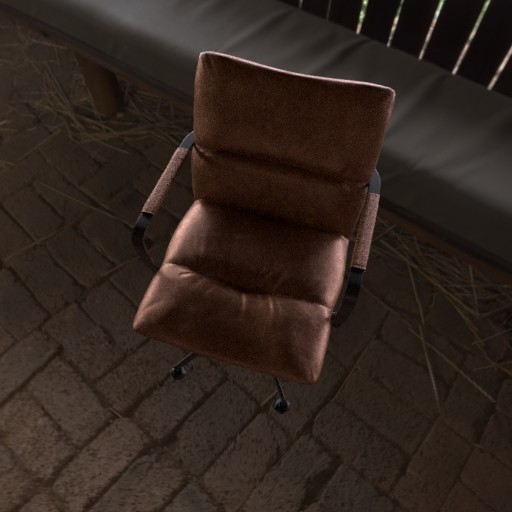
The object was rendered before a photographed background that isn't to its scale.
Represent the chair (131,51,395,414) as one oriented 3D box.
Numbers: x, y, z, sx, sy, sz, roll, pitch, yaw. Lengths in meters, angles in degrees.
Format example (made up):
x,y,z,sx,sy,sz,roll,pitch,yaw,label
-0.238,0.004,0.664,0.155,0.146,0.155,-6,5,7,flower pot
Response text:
x,y,z,sx,sy,sz,roll,pitch,yaw,label
0.000,0.000,1.459,0.727,0.922,0.754,15,61,8,chair
